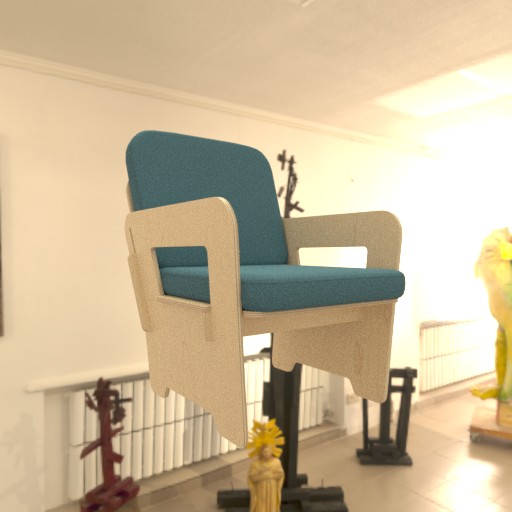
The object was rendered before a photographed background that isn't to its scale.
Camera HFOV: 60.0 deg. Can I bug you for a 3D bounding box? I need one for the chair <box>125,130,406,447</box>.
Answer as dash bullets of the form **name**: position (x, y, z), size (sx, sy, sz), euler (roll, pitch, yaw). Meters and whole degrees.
- **chair**: position (0.000, 0.000, 1.194), size (0.547, 0.747, 0.657), euler (-1, 1, -36)
